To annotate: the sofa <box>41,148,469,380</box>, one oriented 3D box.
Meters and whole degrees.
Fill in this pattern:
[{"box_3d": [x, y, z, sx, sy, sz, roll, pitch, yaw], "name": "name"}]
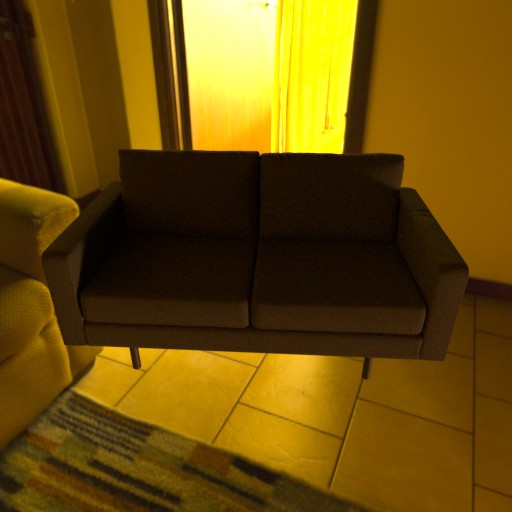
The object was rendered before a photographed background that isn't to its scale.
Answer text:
[{"box_3d": [0.000, 0.000, 2.241, 1.730, 0.897, 0.889, 2, 30, 3], "name": "sofa"}]
